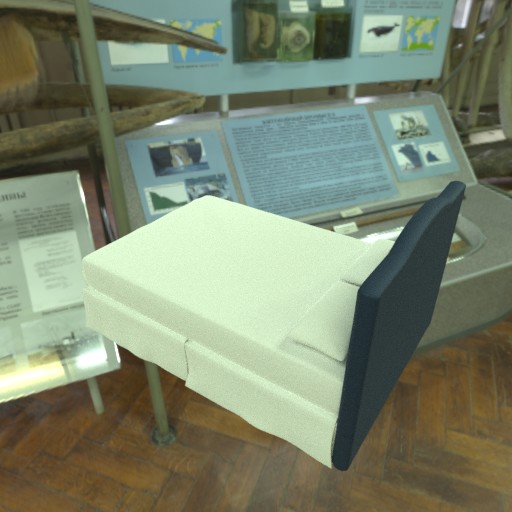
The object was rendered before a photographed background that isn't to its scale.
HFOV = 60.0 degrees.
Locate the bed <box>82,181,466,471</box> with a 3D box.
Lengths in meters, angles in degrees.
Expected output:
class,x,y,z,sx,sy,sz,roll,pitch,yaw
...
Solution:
class,x,y,z,sx,sy,sz,roll,pitch,yaw
bed,0.000,0.000,3.515,2.507,1.441,1.741,20,37,29
